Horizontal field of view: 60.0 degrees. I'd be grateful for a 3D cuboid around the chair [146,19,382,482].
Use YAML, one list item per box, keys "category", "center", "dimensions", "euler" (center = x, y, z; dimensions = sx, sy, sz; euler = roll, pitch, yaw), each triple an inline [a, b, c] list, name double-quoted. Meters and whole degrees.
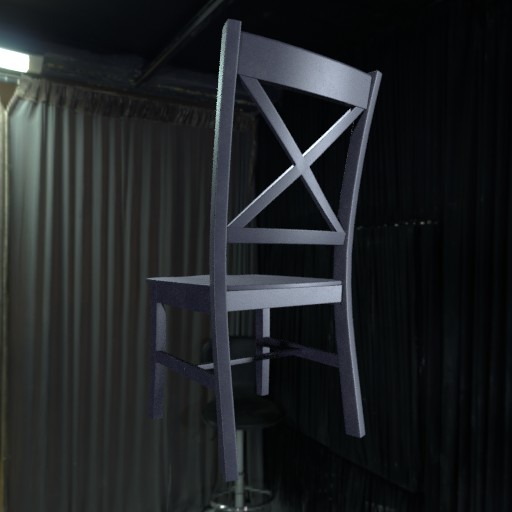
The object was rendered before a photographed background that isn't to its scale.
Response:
- category: "chair"
  center: [0.000, 0.000, 1.258]
  dimensions: [0.485, 0.983, 0.542]
  euler: [0, 0, -35]
